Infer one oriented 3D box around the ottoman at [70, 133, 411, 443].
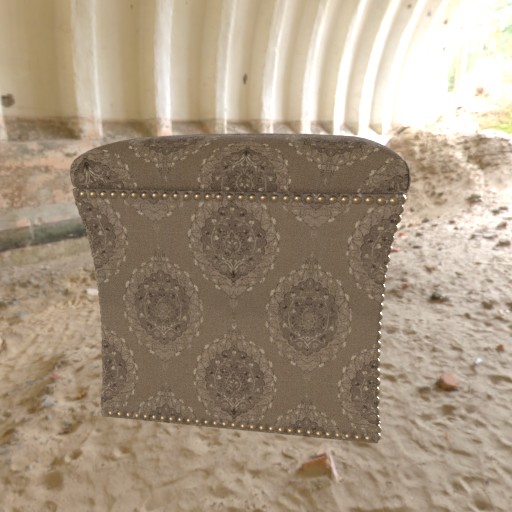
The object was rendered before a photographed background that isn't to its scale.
[{"bbox_3d":[0.000,0.000,0.887,0.497,0.473,0.507,2,16,8],"label":"ottoman"}]
